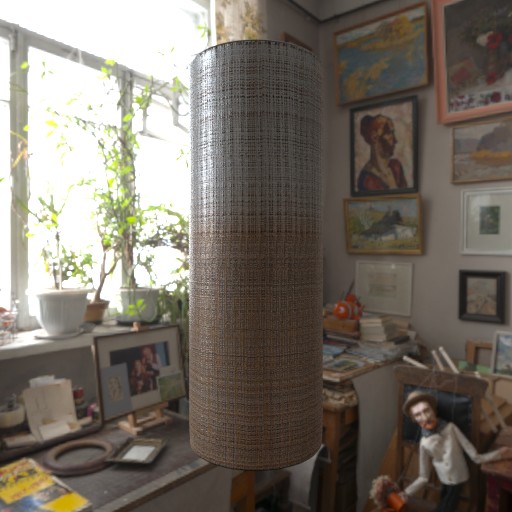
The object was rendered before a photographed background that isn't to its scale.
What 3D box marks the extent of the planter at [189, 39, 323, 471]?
[{"bbox_3d":[0.000,0.000,0.331,0.099,0.278,0.099,0,1,1],"label":"planter"}]
